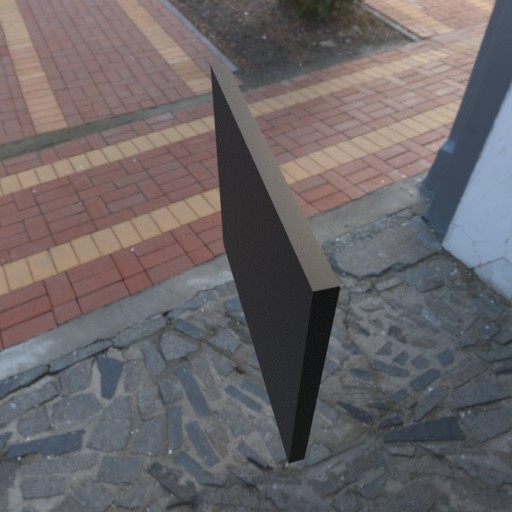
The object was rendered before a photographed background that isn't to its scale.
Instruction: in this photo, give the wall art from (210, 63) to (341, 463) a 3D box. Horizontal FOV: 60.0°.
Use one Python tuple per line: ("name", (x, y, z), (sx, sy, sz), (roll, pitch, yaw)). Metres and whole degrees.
("wall art", (0.000, 0.000, 0.787), (0.029, 0.457, 0.558), (-10, 46, -10))
